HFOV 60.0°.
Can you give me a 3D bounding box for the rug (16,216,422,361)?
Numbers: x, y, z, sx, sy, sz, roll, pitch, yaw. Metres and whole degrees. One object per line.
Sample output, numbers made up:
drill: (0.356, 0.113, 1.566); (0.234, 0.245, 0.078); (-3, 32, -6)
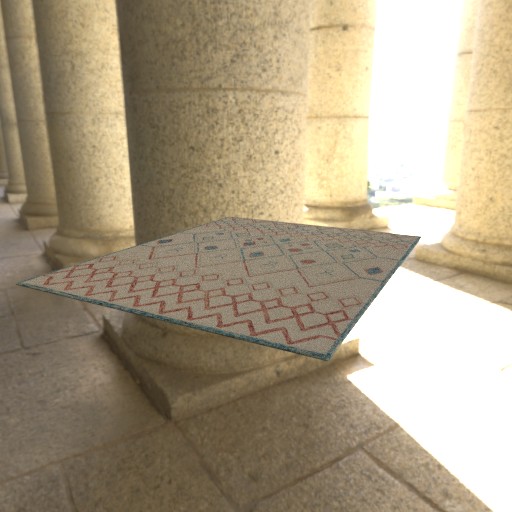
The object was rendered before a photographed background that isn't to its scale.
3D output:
rug: (0.000, 0.000, 4.042); (2.441, 0.016, 3.050); (8, 18, 27)
